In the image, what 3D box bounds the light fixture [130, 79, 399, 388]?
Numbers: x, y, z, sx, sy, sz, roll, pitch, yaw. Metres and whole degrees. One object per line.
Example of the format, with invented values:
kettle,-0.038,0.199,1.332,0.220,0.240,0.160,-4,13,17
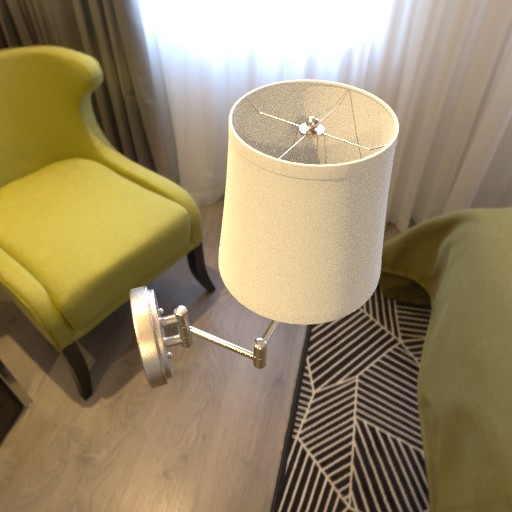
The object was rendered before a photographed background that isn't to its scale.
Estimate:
light fixture,0.000,0.000,0.588,0.348,0.381,0.223,-13,48,-12
